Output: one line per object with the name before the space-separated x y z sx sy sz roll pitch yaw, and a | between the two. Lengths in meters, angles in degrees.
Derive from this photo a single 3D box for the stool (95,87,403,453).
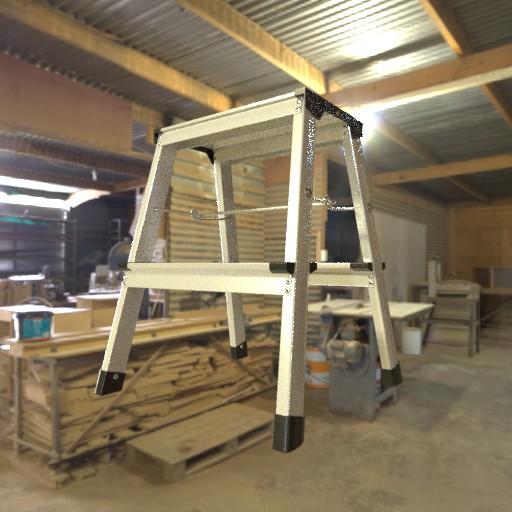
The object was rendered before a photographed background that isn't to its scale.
stool | 0.000 0.000 0.812 0.404 0.480 0.405 -1 -1 37
